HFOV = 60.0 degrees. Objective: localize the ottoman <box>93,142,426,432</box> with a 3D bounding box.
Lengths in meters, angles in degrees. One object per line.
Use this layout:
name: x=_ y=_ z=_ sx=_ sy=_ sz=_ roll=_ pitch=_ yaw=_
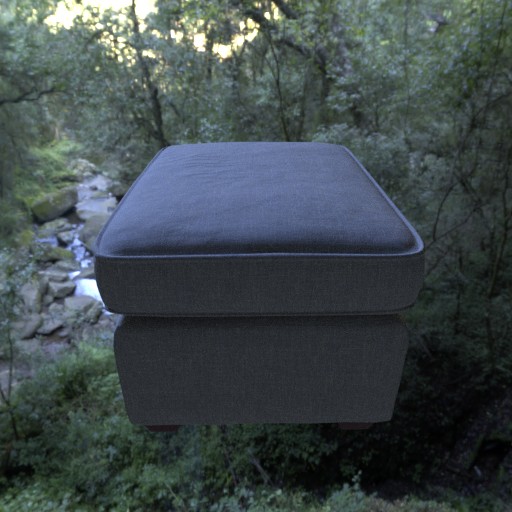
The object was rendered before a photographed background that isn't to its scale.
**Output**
ottoman: x=0.000 y=0.000 z=1.097 sx=0.559 sy=0.457 sz=0.762 roll=0 pitch=27 yaw=-1
